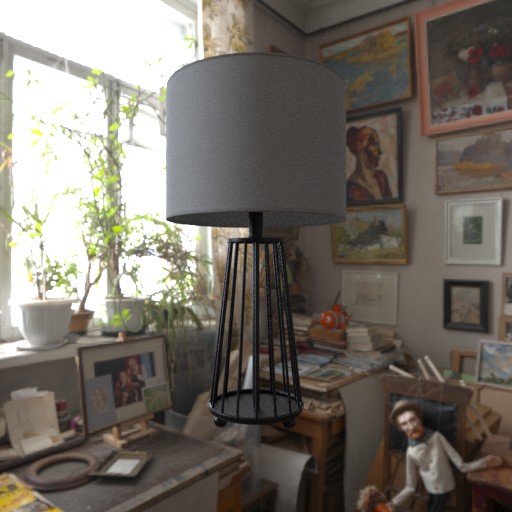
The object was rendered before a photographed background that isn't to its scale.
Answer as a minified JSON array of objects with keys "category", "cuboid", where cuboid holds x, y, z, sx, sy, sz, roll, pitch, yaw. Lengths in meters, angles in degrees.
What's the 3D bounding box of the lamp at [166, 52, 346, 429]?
[{"category":"lamp","cuboid":[0.000,0.000,0.805,0.322,0.593,0.322,0,-1,-1]}]
